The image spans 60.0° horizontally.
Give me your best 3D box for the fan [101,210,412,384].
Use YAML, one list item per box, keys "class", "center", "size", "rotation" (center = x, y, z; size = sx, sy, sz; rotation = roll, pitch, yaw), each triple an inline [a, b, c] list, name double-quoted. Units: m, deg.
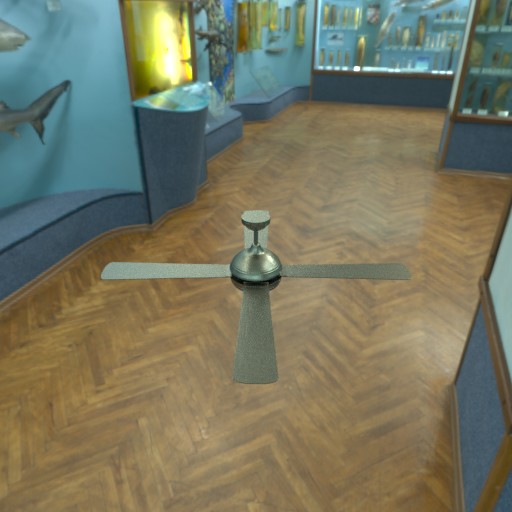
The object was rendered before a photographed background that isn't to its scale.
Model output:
- class: "fan"
  center: [0.000, 0.000, 1.965]
  size: [1.321, 0.381, 1.321]
  rotation: [10, 31, 18]
